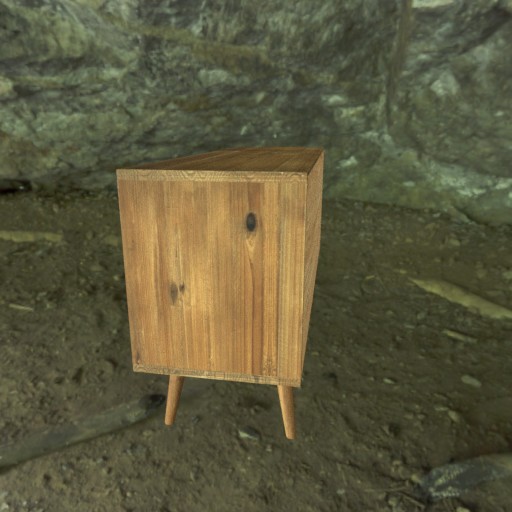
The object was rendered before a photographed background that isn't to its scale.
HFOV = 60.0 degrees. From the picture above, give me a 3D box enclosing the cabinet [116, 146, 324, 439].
[{"bbox_3d":[0.000,0.000,1.783,0.472,0.800,1.400,3,16,9],"label":"cabinet"}]
